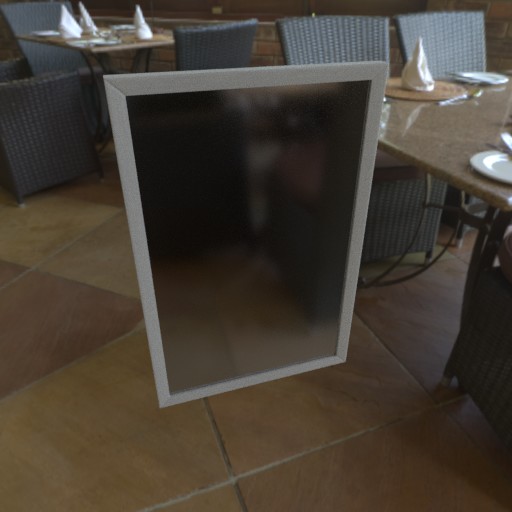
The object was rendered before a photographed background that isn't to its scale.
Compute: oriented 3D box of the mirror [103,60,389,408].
[{"bbox_3d":[0.000,0.000,1.160,0.609,0.915,0.040,-10,33,-15],"label":"mirror"}]
